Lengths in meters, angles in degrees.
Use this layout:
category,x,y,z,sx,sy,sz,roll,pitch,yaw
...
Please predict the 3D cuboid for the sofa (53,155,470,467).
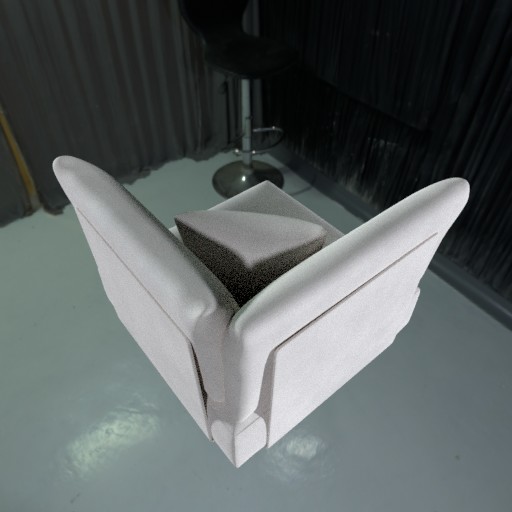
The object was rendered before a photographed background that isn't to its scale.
category,x,y,z,sx,sy,sz,roll,pitch,yaw
sofa,0.000,0.000,1.724,1.000,0.820,1.000,-30,53,-26
